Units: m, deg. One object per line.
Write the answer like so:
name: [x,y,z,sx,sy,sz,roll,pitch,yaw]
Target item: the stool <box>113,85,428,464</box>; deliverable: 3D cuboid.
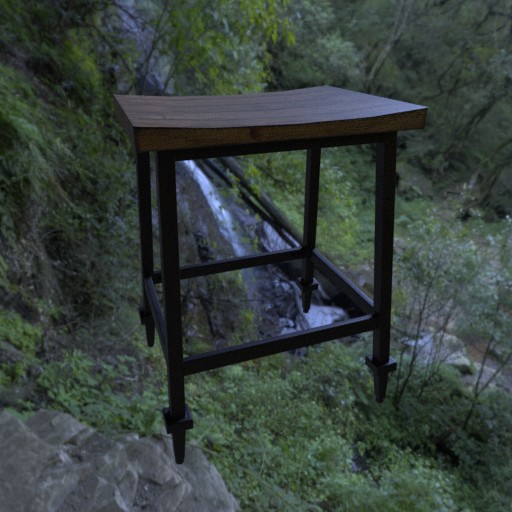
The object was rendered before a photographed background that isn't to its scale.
stool: [0.000,0.000,0.934,0.486,0.625,0.405,-9,28,-18]
